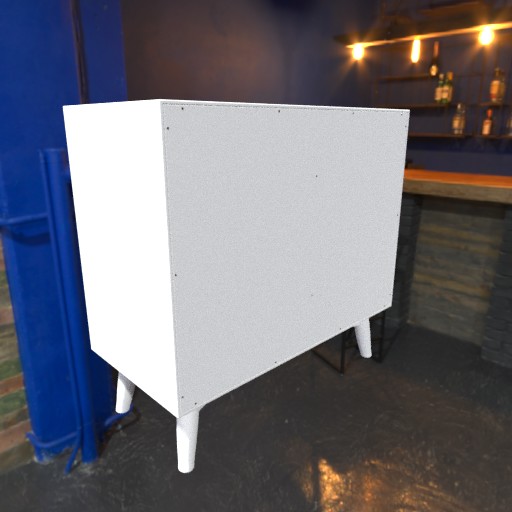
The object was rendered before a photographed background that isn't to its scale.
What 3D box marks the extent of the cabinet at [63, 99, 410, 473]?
[{"bbox_3d":[0.000,0.000,1.204,0.800,0.761,0.398,-15,22,-42],"label":"cabinet"}]
